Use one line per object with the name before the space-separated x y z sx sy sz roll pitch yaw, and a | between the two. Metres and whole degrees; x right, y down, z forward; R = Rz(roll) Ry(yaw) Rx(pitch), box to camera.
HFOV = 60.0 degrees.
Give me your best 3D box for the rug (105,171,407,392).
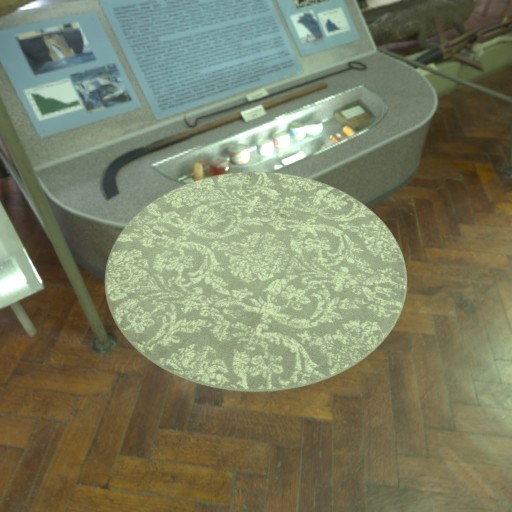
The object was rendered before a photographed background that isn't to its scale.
rug | 0.000 0.000 2.401 1.593 0.012 1.593 0 45 0
